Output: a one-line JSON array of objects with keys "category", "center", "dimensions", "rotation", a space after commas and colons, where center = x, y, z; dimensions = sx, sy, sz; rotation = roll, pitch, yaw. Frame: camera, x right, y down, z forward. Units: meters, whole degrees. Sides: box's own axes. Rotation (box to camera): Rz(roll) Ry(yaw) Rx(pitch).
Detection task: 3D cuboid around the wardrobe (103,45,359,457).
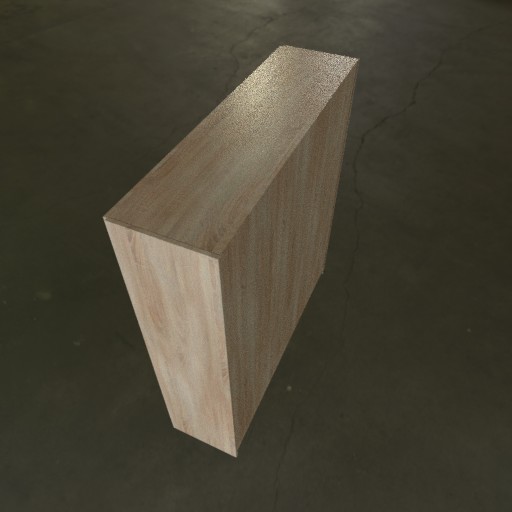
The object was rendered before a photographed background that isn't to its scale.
[{"category": "wardrobe", "center": [0.000, 0.000, 3.197], "dimensions": [0.598, 2.159, 1.998], "rotation": [18, 50, 17]}]
